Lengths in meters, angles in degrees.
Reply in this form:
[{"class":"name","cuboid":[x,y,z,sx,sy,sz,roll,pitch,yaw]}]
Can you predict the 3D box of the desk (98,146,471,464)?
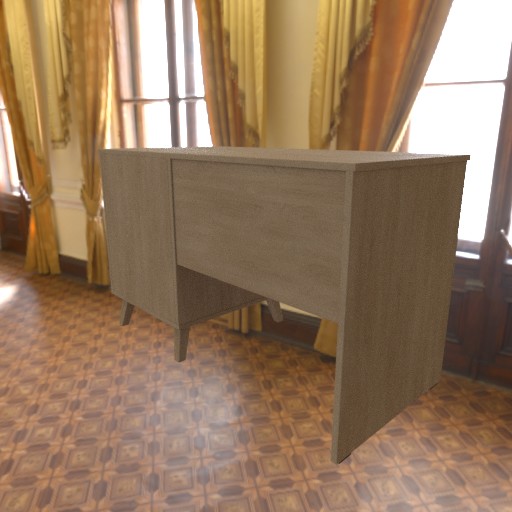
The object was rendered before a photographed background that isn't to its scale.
[{"class":"desk","cuboid":[0.000,0.000,1.674,0.600,0.770,1.251,-14,21,-41]}]
